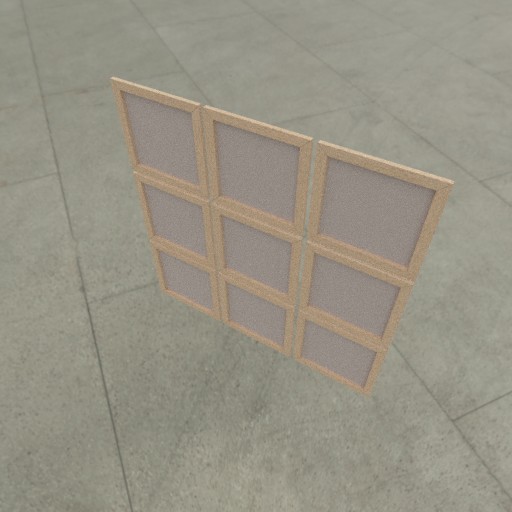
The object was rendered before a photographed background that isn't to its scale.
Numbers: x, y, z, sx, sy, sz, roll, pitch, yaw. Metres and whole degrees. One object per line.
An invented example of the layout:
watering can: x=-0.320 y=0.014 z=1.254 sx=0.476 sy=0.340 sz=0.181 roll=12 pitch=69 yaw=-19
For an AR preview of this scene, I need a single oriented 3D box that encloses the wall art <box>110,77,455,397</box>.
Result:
wall art: x=0.000 y=0.000 z=1.370 sx=0.917 sy=0.910 sz=0.012 roll=23 pitch=51 yaw=21
